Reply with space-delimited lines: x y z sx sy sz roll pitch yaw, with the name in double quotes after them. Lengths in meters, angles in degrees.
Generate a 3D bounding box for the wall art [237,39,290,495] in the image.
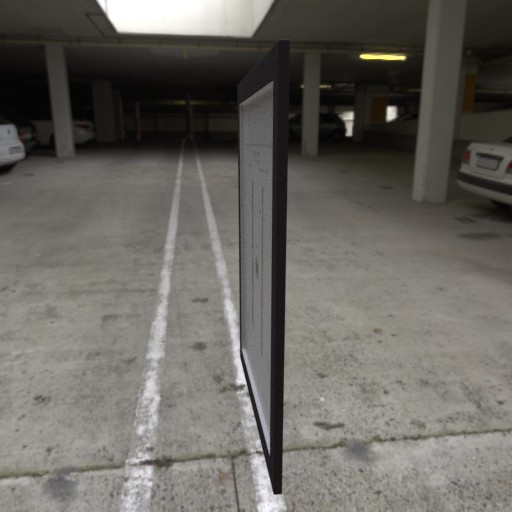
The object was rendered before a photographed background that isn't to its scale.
0.000 0.000 0.674 0.012 0.529 0.374 -2 15 -8 "wall art"
